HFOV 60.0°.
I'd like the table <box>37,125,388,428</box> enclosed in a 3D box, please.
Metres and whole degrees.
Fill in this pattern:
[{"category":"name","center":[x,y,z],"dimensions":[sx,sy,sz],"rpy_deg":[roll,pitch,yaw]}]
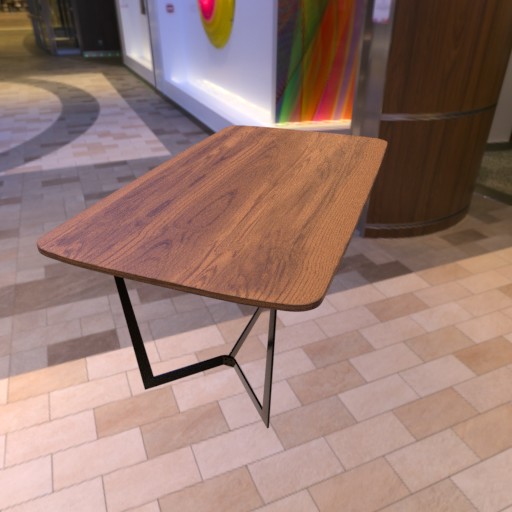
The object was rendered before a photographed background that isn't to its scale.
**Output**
[{"category":"table","center":[0.000,0.000,2.080],"dimensions":[0.949,0.765,1.643],"rpy_deg":[11,32,18]}]
